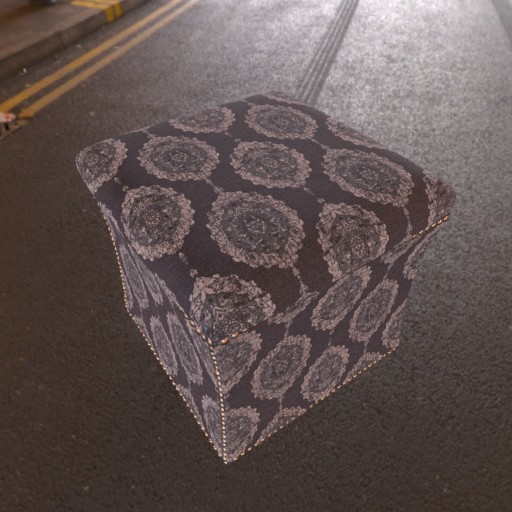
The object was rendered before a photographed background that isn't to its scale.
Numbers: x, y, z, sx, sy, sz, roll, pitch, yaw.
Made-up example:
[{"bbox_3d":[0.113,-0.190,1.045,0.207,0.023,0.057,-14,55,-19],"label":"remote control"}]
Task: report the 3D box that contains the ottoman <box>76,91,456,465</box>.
[{"bbox_3d":[0.000,0.000,0.904,0.497,0.475,0.507,-25,49,-25],"label":"ottoman"}]
